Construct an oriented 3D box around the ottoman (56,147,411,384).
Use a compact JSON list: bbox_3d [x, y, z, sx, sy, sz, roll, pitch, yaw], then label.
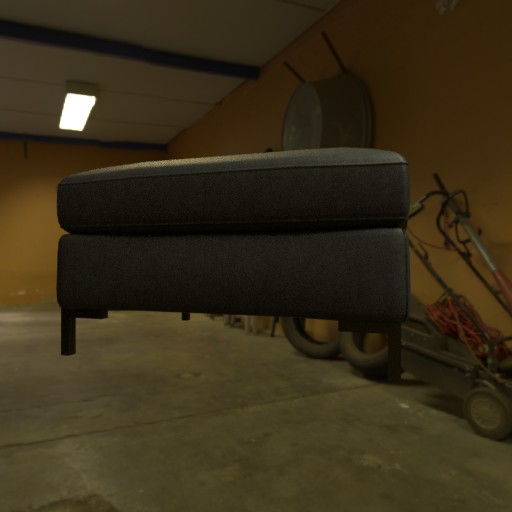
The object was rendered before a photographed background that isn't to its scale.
[{"bbox_3d":[0.000,0.000,1.822,1.187,0.696,0.967,0,0,18],"label":"ottoman"}]
